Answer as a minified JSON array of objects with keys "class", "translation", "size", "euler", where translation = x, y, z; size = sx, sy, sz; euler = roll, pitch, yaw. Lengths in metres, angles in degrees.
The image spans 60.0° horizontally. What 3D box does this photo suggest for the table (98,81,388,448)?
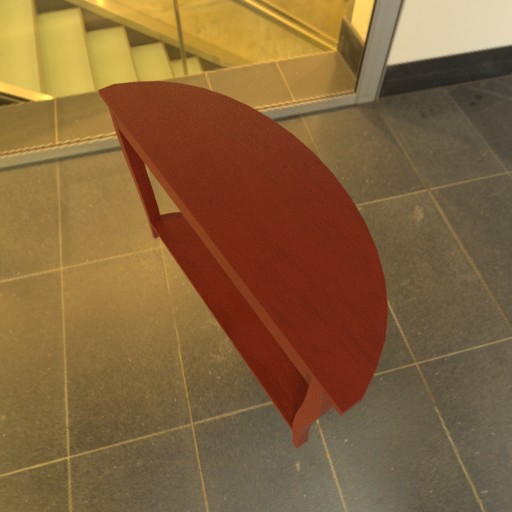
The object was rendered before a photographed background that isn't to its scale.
[{"class":"table","translation":[0.000,0.000,1.557],"size":[0.405,0.779,1.219],"euler":[-30,63,-17]}]
